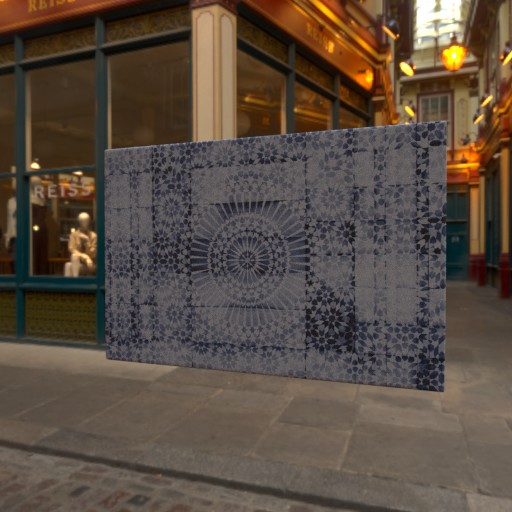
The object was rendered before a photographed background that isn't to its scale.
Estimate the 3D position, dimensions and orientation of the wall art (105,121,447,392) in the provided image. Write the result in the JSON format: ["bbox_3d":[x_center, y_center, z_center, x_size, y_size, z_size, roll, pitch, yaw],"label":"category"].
[{"bbox_3d":[0.000,0.000,0.773,0.608,0.406,0.030,0,1,19],"label":"wall art"}]
